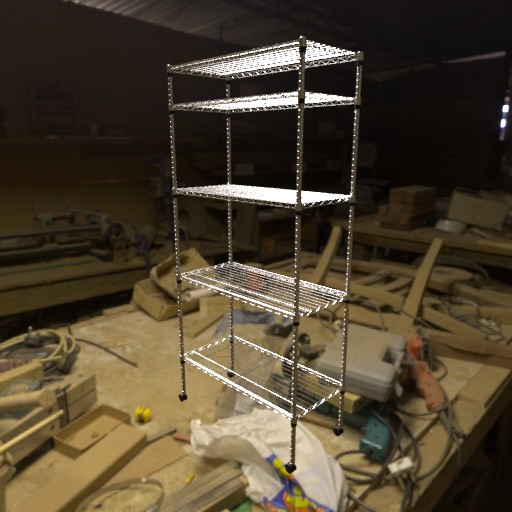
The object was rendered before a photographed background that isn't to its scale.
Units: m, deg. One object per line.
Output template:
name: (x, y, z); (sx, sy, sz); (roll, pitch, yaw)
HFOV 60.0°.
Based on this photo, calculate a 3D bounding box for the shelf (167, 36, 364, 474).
shelf: (0.000, 0.000, 1.930); (0.762, 1.587, 0.356); (14, 20, 43)
